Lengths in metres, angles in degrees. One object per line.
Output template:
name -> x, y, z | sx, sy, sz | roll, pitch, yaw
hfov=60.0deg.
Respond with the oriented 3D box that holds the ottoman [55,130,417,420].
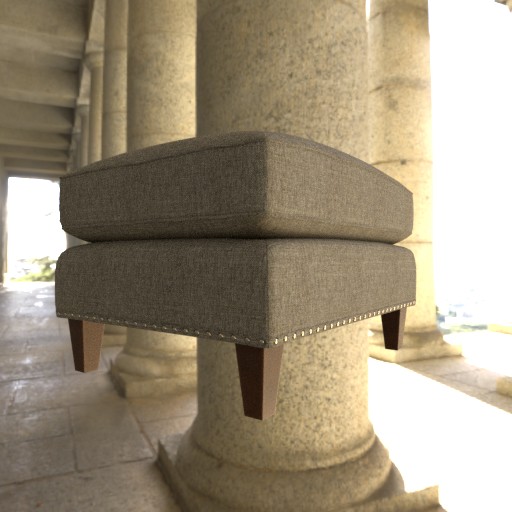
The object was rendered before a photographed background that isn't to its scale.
ottoman -> 0.000, 0.000, 1.110 | 0.584, 0.513, 0.741 | 0, 0, 36
